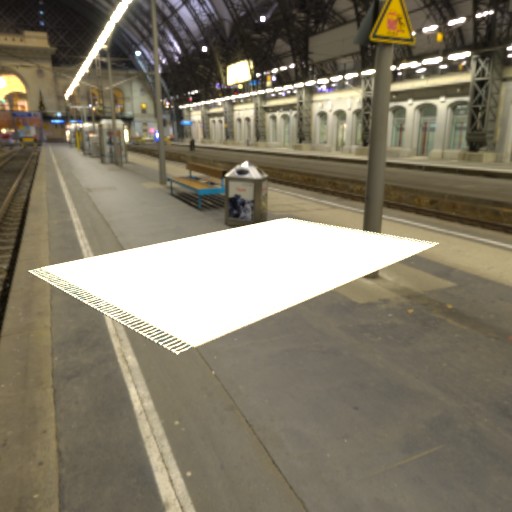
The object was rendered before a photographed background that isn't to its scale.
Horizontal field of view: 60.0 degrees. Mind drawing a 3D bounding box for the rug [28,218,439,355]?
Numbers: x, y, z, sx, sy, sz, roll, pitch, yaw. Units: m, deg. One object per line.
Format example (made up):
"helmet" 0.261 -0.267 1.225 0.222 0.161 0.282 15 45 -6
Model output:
"rug" 0.000 0.000 3.035 1.524 0.010 2.438 14 21 42
